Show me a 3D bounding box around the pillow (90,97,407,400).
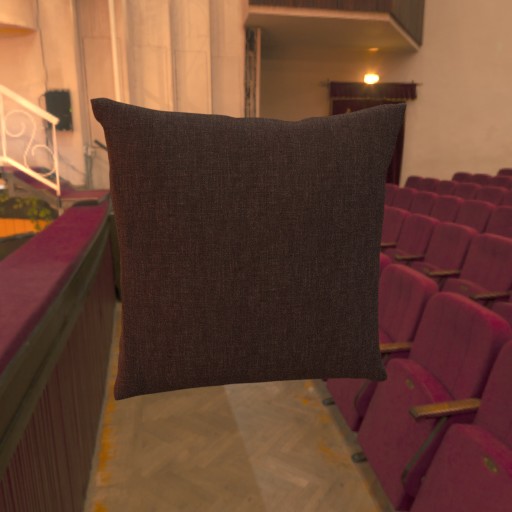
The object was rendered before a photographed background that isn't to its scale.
[{"bbox_3d":[0.000,0.000,0.764,0.510,0.510,0.145,-2,14,-8],"label":"pillow"}]
